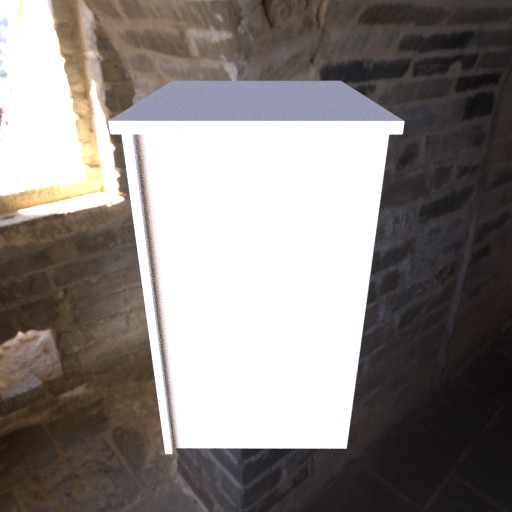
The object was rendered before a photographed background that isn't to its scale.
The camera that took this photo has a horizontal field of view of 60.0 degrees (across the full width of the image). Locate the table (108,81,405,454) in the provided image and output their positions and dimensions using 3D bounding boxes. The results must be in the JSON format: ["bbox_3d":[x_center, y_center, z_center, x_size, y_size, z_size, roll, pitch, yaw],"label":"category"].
[{"bbox_3d":[0.000,0.000,0.925,0.381,0.635,0.480,0,27,0],"label":"table"}]
